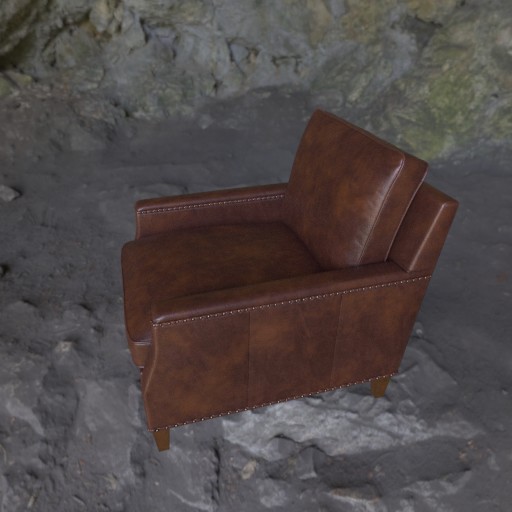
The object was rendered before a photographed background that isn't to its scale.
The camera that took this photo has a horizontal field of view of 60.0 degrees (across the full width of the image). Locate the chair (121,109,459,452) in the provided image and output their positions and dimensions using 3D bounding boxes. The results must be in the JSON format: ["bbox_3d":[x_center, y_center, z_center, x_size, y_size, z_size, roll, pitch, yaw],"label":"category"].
[{"bbox_3d":[0.000,0.000,1.697,1.014,0.929,0.853,-8,32,-14],"label":"chair"}]
